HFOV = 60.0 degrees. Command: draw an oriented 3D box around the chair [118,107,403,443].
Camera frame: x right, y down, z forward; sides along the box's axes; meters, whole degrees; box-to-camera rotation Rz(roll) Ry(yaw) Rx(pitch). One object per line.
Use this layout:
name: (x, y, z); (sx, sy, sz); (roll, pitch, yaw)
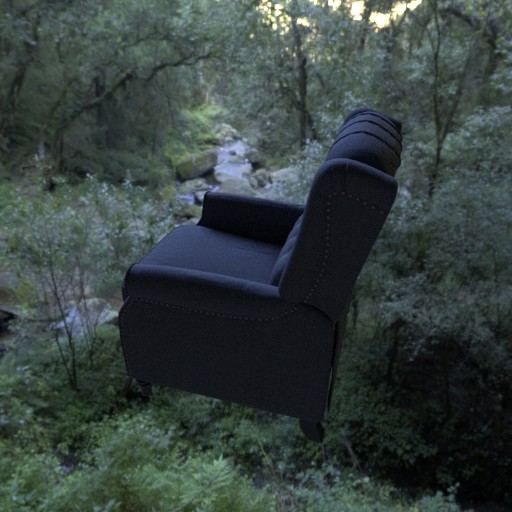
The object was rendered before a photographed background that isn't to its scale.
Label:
chair: (0.000, 0.000, 1.637); (0.898, 1.035, 0.742); (9, 32, 14)
